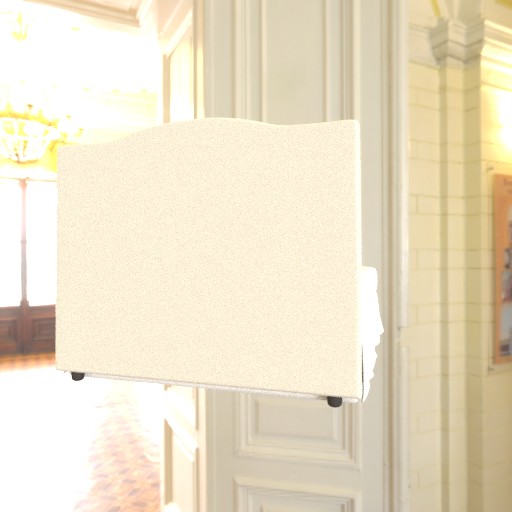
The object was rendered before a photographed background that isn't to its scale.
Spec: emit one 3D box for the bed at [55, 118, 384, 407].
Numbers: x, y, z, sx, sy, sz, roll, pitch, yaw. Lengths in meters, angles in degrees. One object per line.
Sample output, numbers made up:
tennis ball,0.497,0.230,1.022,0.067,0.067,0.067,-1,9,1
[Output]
bed,0.000,0.000,3.377,1.821,1.436,2.282,0,0,17
